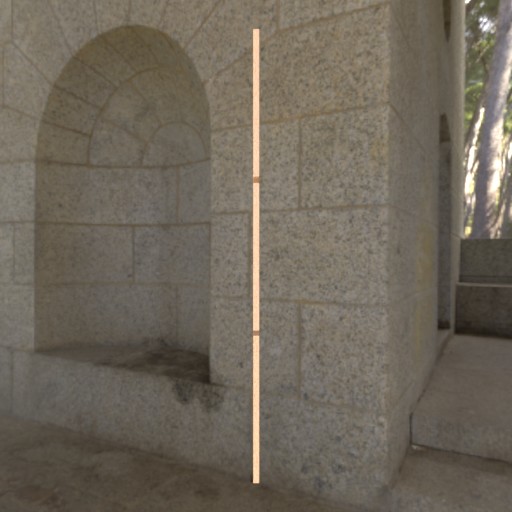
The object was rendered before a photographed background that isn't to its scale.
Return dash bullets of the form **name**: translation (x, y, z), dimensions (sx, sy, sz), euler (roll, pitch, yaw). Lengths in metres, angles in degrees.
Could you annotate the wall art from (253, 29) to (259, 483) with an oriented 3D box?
- **wall art**: translation (0.000, 0.000, 1.785), dimensions (0.016, 1.207, 1.217), euler (0, 0, 0)
